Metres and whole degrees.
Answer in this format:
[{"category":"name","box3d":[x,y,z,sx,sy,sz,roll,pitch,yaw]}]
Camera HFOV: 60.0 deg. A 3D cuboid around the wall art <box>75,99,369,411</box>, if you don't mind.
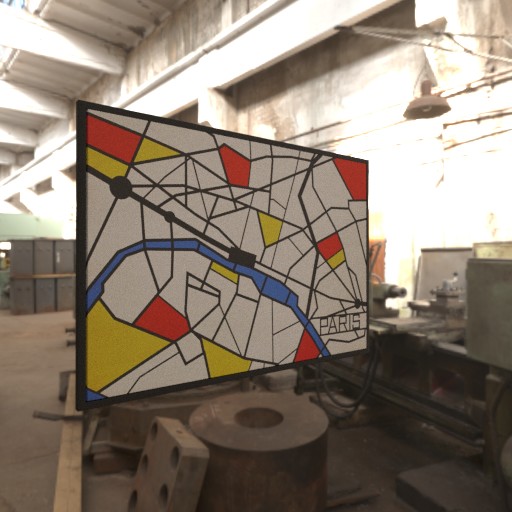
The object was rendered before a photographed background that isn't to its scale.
[{"category":"wall art","box3d":[0.000,0.000,0.856,0.664,0.458,0.013,0,0,-37]}]
